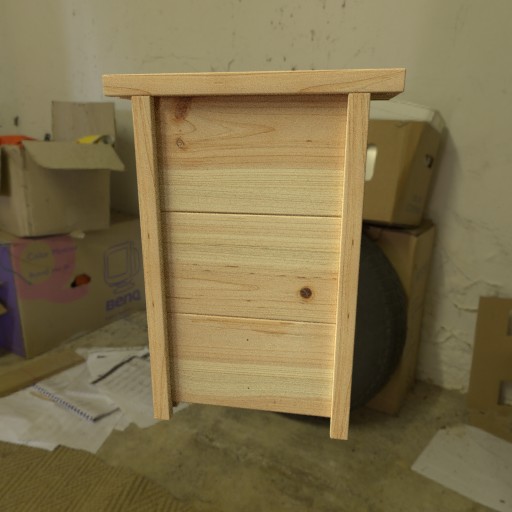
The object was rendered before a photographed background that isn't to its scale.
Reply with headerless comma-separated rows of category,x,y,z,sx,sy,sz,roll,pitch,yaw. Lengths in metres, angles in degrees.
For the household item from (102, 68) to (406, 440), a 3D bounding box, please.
household item,0.000,0.000,0.545,0.301,0.407,0.123,3,16,9
